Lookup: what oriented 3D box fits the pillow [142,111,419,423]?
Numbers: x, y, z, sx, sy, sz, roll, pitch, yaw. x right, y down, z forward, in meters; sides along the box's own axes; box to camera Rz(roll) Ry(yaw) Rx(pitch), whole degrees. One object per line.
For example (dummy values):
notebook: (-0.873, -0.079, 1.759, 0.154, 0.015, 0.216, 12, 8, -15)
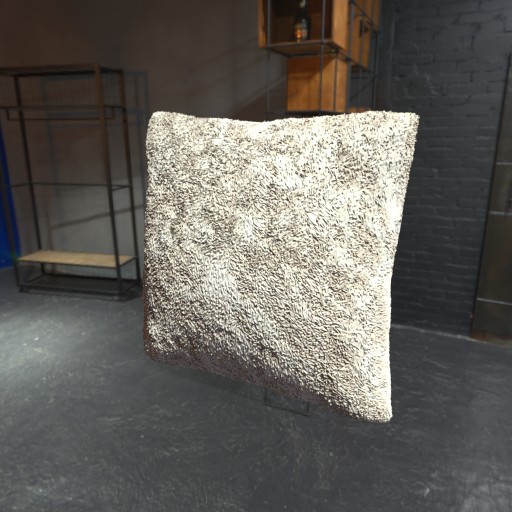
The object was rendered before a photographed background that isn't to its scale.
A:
pillow: (0.000, 0.000, 0.808, 0.529, 0.515, 0.218, 8, 17, 25)
